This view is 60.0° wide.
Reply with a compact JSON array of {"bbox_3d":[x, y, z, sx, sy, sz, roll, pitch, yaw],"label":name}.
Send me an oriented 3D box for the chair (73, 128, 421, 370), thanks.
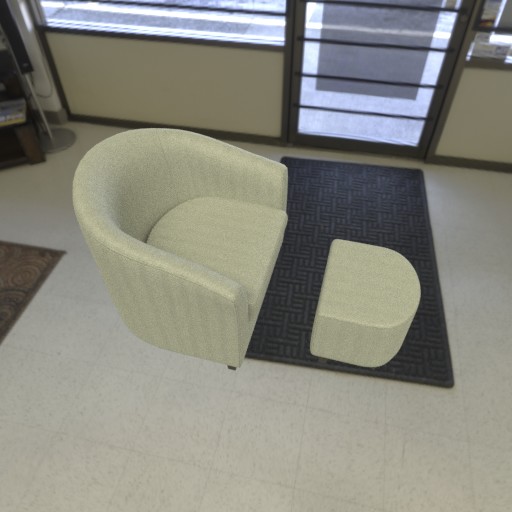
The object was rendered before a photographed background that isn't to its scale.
[{"bbox_3d":[0.000,0.000,1.767,1.288,0.757,0.756,11,47,10],"label":"chair"}]
